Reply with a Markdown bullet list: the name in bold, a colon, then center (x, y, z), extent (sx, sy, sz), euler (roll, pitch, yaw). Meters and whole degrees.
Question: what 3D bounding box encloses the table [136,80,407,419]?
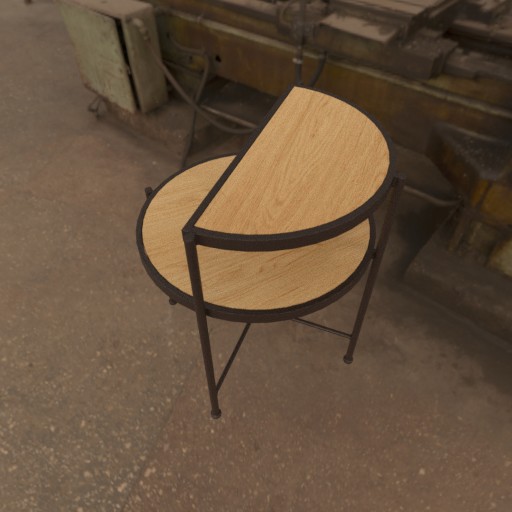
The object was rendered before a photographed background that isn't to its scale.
- **table**: center (0.000, 0.000, 1.169), extent (0.628, 0.684, 0.629), euler (16, 49, 15)
